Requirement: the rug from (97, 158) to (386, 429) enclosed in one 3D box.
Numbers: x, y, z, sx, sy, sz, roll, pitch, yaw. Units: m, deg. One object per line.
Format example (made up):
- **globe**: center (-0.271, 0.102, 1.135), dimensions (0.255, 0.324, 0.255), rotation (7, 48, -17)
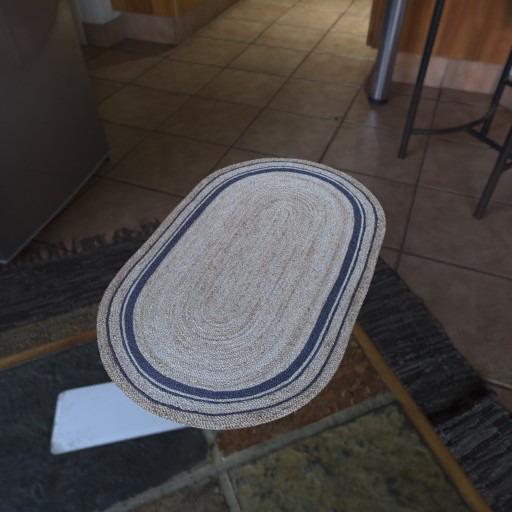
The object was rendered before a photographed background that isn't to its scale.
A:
- **rug**: center (0.000, 0.000, 2.979), dimensions (1.520, 0.006, 2.432), rotation (18, 48, 16)
